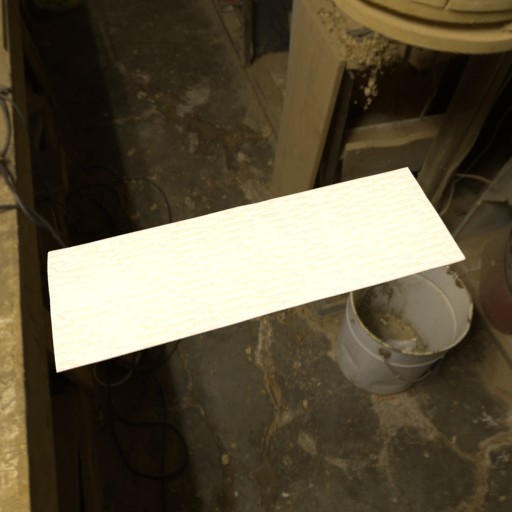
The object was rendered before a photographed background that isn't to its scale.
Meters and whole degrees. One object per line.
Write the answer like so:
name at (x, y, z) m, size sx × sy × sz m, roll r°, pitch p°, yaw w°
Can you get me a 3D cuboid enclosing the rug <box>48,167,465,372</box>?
rug at (0.000, 0.000, 2.713) m, size 2.450 × 0.014 × 0.793 m, roll -14°, pitch 59°, yaw -9°
